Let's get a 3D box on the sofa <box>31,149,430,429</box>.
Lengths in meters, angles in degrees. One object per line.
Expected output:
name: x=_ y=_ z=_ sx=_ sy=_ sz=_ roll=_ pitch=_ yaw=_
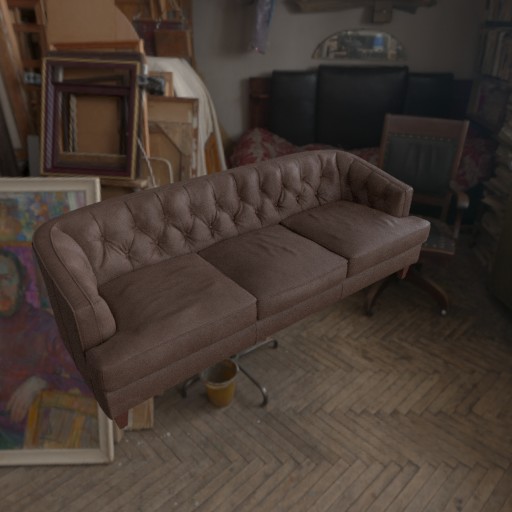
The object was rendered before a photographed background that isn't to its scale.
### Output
sofa: x=0.000 y=0.000 z=2.619 sx=2.227 sy=0.787 sz=0.927 roll=-21 pitch=36 yaw=-32
